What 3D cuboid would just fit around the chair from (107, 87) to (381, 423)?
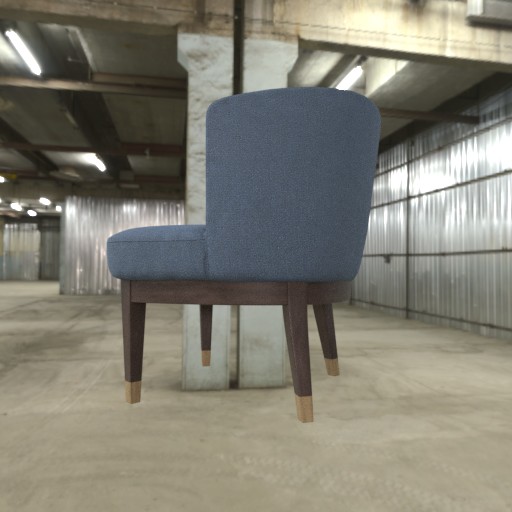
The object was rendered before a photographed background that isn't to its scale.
[{"bbox_3d":[0.000,0.000,1.283,0.702,0.760,0.661,-1,-2,18],"label":"chair"}]
